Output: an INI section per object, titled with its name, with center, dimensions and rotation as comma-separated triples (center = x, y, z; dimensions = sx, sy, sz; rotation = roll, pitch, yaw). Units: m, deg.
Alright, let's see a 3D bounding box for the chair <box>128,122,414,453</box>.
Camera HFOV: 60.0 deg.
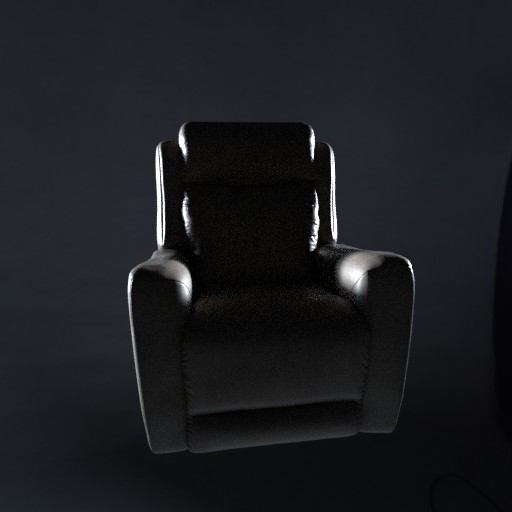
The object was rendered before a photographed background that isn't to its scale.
[chair]
center = 0.000, 0.000, 1.883
dimensions = 0.967, 1.116, 1.068
rotation = -2, 15, -7
